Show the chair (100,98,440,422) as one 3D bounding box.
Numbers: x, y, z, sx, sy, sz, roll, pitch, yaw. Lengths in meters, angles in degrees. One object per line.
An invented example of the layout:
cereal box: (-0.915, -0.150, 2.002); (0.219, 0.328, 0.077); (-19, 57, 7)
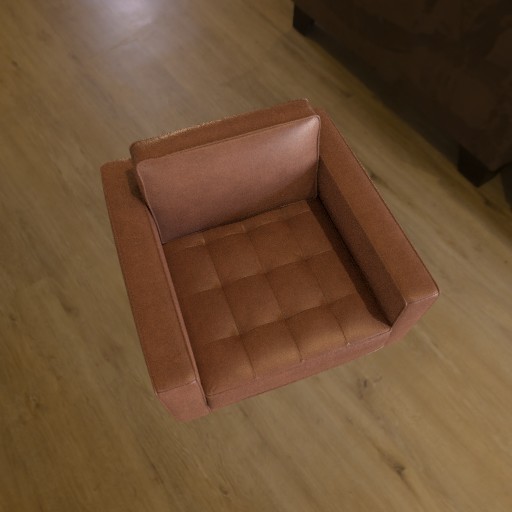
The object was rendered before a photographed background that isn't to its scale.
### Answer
chair: (0.000, 0.000, 1.605); (0.920, 0.770, 0.900); (-18, 62, -10)
